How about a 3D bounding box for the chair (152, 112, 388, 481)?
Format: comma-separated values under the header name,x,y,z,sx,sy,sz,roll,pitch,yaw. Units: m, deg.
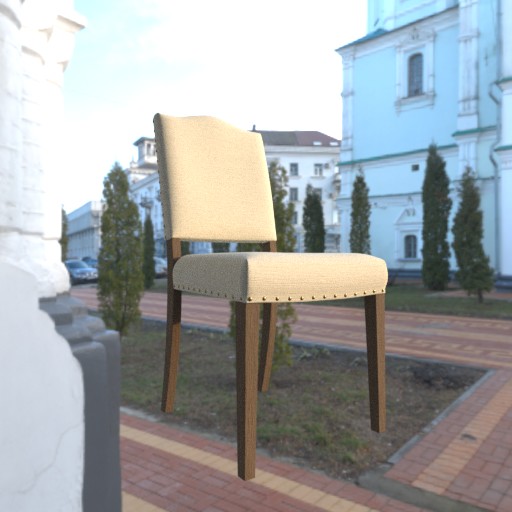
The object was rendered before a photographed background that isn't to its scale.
name,x,y,z,sx,sy,sz,roll,pitch,yaw
chair,0.000,0.000,1.382,0.508,1.015,0.619,0,0,-36
